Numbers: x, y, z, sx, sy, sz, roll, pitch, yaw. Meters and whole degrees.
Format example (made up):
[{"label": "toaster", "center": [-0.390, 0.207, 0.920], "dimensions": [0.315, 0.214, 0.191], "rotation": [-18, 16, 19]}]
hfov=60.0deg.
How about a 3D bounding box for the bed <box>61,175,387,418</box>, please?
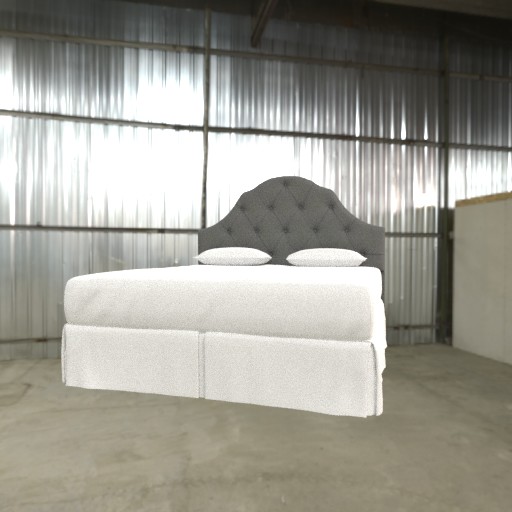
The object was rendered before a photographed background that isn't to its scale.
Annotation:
[{"label": "bed", "center": [0.000, 0.000, 3.540], "dimensions": [2.008, 1.615, 2.214], "rotation": [0, 1, 17]}]
